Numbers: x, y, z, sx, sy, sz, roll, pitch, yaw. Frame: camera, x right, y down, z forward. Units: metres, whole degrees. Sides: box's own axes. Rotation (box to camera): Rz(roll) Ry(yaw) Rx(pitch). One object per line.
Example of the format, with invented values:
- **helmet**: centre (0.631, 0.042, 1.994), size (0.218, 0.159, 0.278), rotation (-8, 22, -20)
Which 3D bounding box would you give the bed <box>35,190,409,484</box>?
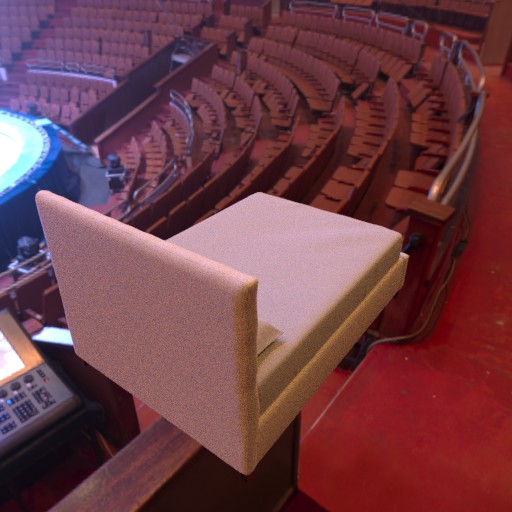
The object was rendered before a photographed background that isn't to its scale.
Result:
- **bed**: centre (0.000, 0.000, 3.462), size (1.698, 1.427, 2.387), rotation (21, 37, 31)
